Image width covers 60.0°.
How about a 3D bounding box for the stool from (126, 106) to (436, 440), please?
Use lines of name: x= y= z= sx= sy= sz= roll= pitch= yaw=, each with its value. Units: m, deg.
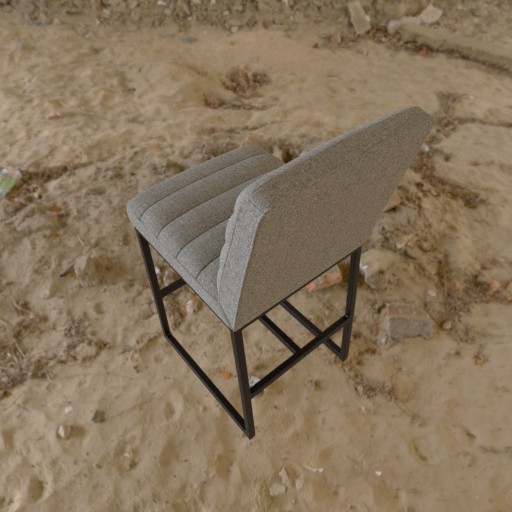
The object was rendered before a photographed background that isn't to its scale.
stool: x=0.000 y=0.000 z=1.222 sx=0.460 sy=0.940 sz=0.560 roll=-31 pitch=53 yaw=-27
